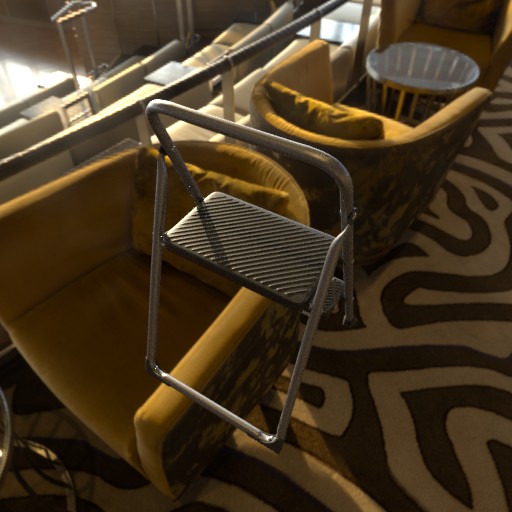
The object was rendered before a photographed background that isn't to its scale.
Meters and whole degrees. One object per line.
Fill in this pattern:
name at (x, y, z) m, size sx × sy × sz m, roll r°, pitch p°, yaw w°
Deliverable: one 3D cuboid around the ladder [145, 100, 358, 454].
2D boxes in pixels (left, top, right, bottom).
ladder at (0.000, 0.000, 1.003) m, size 0.430 × 0.720 × 0.472 m, roll 24°, pitch 50°, yaw 21°
